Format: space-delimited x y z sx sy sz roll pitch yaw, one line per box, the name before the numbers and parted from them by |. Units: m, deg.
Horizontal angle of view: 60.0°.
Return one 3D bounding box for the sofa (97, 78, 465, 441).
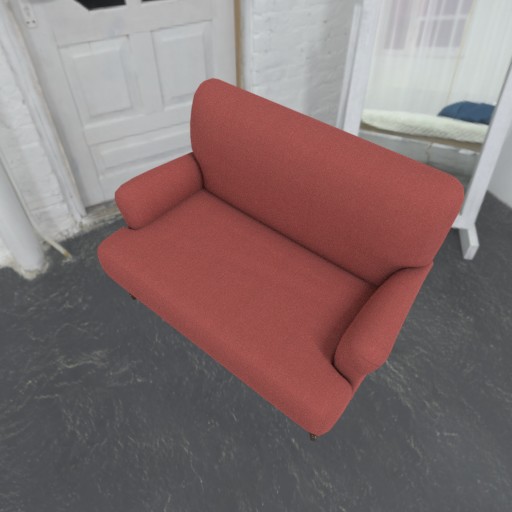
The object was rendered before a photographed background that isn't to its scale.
sofa | 0.000 0.000 1.812 1.297 0.889 0.779 32 55 25
